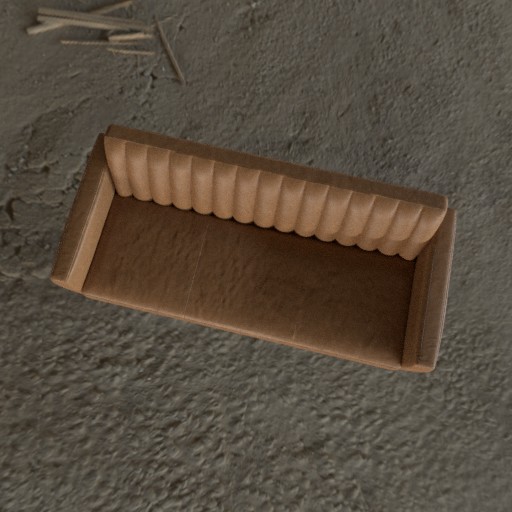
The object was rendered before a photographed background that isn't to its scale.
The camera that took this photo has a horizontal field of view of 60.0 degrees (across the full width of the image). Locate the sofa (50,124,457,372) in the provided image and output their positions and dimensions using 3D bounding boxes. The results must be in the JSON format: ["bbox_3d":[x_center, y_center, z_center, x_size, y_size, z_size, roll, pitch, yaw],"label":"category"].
[{"bbox_3d":[0.000,0.000,2.803,2.291,0.821,0.990,13,77,3],"label":"sofa"}]
